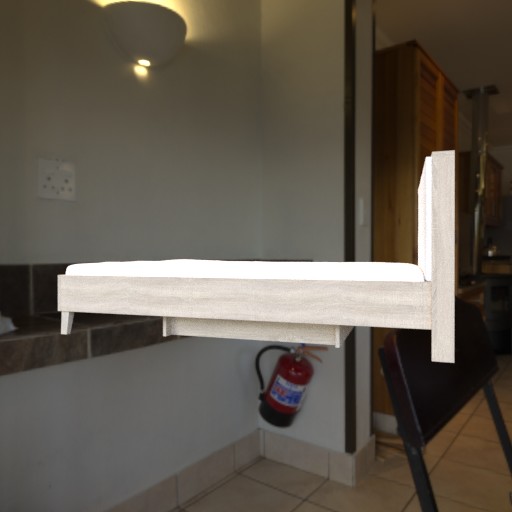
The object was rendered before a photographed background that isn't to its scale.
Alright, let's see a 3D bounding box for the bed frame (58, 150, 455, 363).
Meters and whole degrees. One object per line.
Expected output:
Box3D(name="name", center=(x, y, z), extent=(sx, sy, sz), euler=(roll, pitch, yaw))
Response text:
Box3D(name="bed frame", center=(0.000, 0.000, 2.726), extent=(2.140, 0.920, 0.990), euler=(0, 0, 18))
